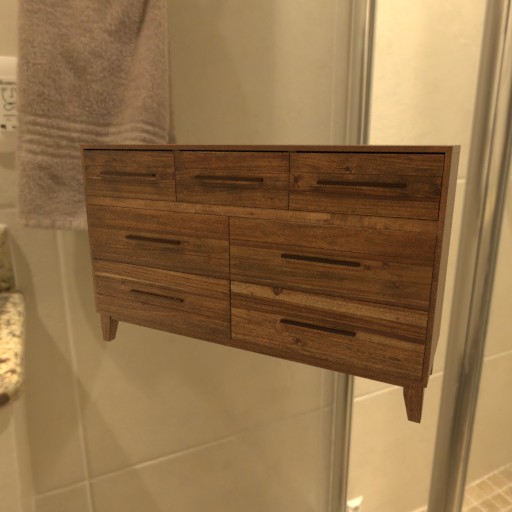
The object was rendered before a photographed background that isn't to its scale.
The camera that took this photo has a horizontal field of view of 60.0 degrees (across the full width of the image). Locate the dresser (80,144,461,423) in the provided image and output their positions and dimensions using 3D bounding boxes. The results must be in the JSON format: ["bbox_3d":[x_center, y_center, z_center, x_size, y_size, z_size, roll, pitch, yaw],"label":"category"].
[{"bbox_3d":[0.000,0.000,1.790,1.400,0.873,0.446,7,16,26],"label":"dresser"}]
